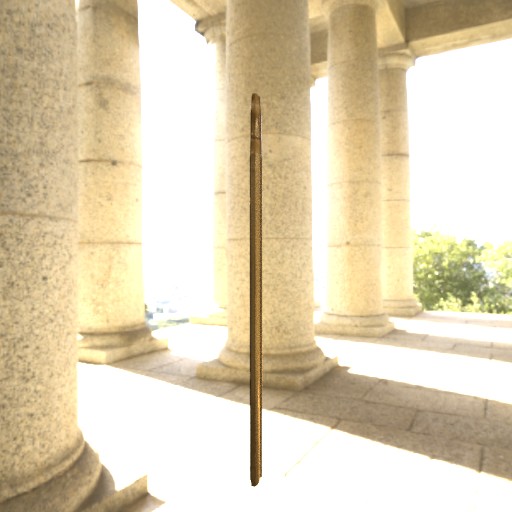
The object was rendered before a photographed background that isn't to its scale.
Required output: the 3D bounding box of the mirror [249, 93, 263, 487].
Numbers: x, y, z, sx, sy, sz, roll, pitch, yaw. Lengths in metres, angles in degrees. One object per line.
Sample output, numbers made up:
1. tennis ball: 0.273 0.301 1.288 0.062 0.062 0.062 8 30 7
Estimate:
1. mirror: 0.000 0.000 0.864 0.018 0.635 0.513 0 0 0
